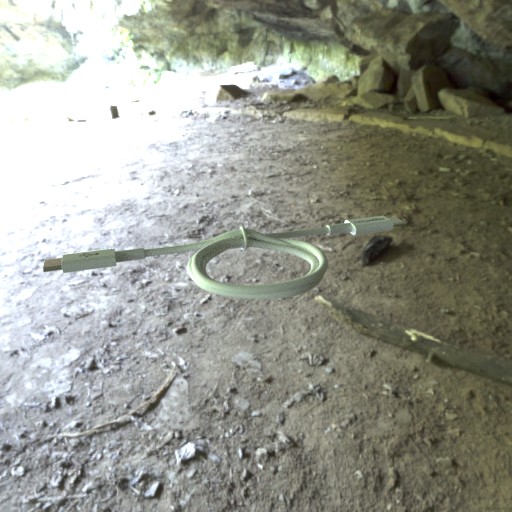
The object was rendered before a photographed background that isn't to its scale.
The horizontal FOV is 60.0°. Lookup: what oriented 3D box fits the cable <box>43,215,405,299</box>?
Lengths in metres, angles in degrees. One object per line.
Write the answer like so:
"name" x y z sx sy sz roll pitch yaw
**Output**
"cable" 0.000 0.000 0.223 0.203 0.014 0.070 -8 27 -16
